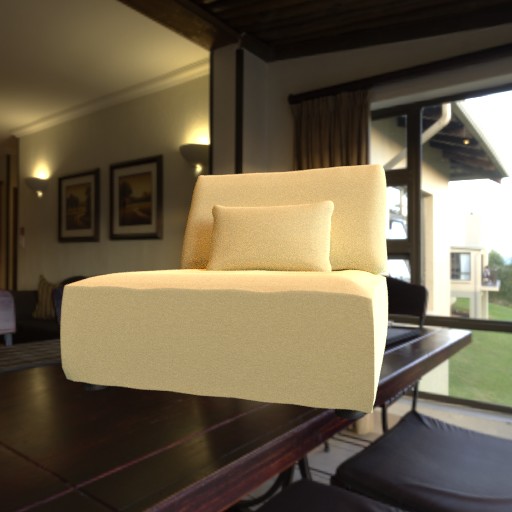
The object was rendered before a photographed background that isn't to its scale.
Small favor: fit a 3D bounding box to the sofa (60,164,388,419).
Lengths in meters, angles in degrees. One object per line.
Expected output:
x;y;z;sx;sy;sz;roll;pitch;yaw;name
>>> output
0.000;0.000;1.674;0.930;0.820;1.000;0;-1;18;sofa
